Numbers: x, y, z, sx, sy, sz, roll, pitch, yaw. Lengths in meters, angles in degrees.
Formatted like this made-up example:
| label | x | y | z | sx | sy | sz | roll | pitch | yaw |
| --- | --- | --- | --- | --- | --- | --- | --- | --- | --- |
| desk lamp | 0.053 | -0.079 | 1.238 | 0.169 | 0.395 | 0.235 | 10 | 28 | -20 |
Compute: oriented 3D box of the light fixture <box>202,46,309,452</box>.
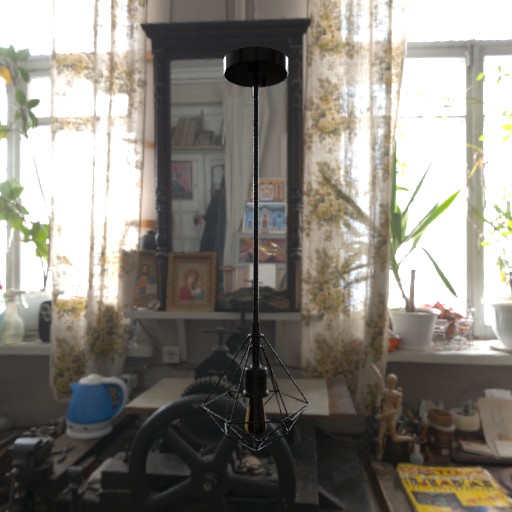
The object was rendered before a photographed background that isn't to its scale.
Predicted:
| label | x | y | z | sx | sy | sz | roll | pitch | yaw |
| --- | --- | --- | --- | --- | --- | --- | --- | --- | --- |
| light fixture | 0.000 | 0.000 | 2.008 | 0.431 | 1.764 | 0.487 | 0 | -1 | -35 |
